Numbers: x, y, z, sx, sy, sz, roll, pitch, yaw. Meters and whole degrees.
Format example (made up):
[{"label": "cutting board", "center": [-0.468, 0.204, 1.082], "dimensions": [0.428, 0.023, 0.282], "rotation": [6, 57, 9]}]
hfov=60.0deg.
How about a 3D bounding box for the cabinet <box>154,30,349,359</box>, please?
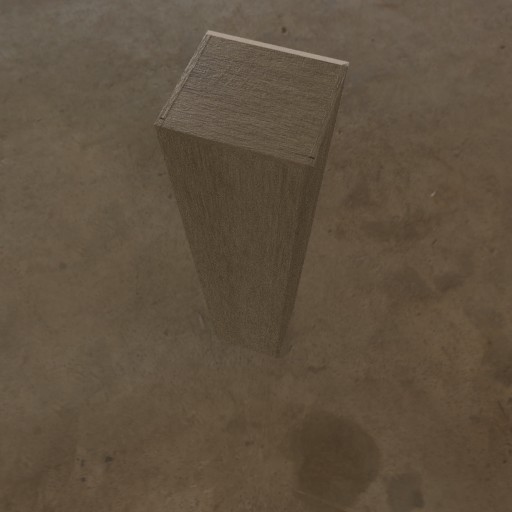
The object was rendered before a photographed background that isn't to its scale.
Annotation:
[{"label": "cabinet", "center": [0.000, 0.000, 1.467], "dimensions": [0.300, 1.400, 0.270], "rotation": [17, 65, 8]}]
